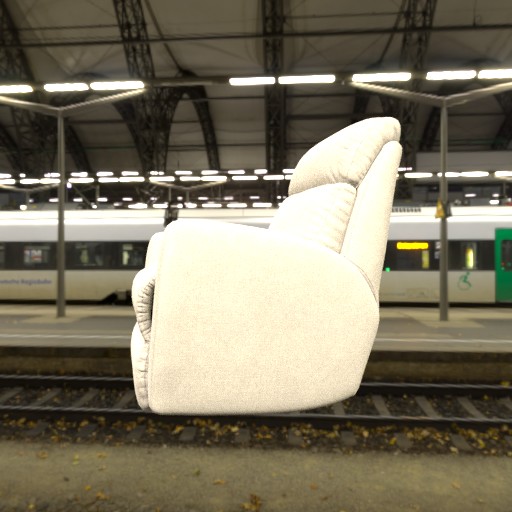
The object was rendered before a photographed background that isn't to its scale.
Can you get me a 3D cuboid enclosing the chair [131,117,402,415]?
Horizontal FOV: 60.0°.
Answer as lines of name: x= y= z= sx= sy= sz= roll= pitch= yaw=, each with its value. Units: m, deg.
chair: x=0.000 y=0.000 z=1.746 sx=0.941 sy=1.015 sz=0.812 roll=0 pitch=0 yaw=-17
